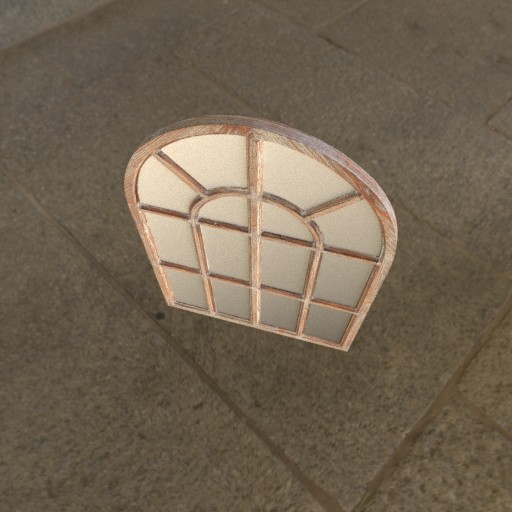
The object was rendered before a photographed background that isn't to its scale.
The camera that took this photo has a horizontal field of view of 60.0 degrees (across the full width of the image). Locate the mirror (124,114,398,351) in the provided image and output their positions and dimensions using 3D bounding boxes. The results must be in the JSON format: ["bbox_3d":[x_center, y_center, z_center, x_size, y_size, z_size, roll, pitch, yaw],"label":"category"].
[{"bbox_3d":[0.000,0.000,1.188,0.660,0.920,0.032,13,59,8],"label":"mirror"}]
